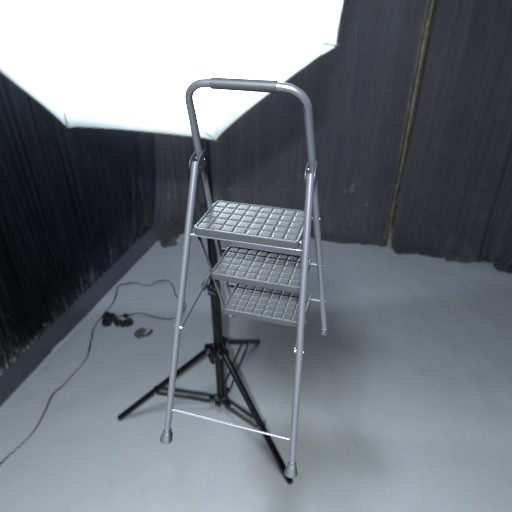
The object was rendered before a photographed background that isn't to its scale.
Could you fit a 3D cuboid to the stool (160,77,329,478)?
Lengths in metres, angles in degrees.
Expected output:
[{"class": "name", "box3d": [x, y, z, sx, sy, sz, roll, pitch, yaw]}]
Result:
[{"class": "stool", "box3d": [0.000, 0.000, 1.441, 0.473, 1.121, 0.733, 9, 33, 14]}]
